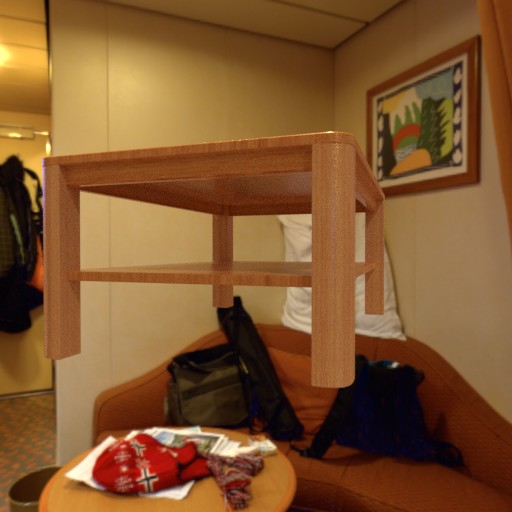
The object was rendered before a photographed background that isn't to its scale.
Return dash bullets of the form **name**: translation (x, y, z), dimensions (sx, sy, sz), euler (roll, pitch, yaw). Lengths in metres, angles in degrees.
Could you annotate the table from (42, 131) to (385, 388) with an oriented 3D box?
- **table**: translation (0.000, 0.000, 1.341), dimensions (0.696, 0.445, 0.997), euler (0, 1, 19)
